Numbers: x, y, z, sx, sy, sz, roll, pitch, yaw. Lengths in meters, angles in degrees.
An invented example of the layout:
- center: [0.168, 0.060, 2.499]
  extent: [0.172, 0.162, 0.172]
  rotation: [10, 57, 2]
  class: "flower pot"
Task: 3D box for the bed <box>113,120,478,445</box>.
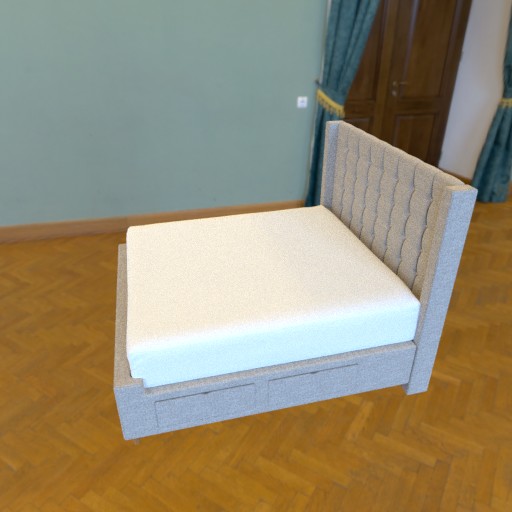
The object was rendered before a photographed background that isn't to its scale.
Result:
- center: [0.000, 0.000, 3.783]
  extent: [2.372, 1.748, 2.044]
  rotation: [-7, 30, -13]
  class: "bed"
